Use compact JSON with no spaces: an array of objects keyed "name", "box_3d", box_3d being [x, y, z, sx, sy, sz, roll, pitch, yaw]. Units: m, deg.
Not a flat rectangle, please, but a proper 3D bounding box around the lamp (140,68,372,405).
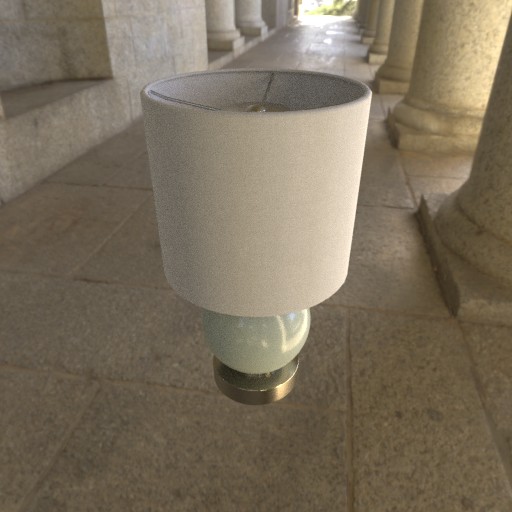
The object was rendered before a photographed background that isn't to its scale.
[{"name":"lamp","box_3d":[0.000,0.000,0.484,0.201,0.353,0.201,-10,33,-16]}]
